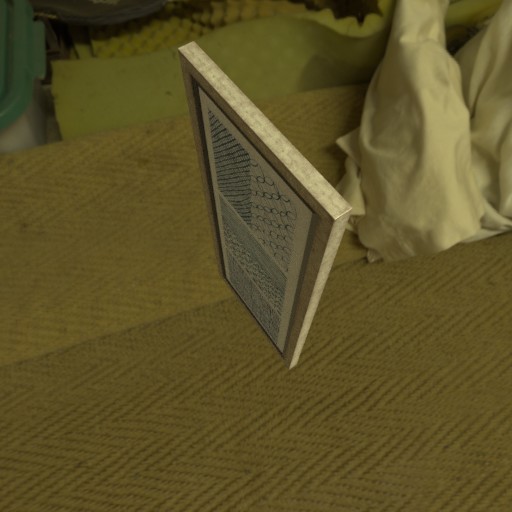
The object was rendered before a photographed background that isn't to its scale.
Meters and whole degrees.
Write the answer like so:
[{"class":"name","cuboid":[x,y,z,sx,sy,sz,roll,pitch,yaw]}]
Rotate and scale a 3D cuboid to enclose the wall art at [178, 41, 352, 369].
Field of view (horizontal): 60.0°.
[{"class":"wall art","cuboid":[0.000,0.000,1.715,0.051,1.461,0.648,-32,68,-15]}]
